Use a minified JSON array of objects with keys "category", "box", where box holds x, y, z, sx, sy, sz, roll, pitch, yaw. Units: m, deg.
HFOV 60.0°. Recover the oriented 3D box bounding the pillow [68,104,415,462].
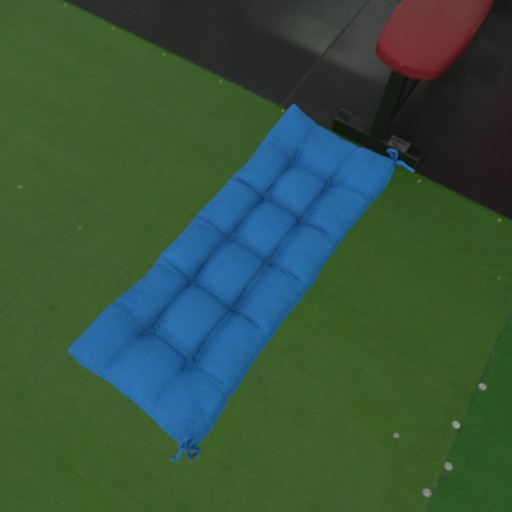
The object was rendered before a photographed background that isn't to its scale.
[{"category":"pillow","box":[0.000,0.000,1.377,0.511,0.174,1.194,33,68,15]}]
